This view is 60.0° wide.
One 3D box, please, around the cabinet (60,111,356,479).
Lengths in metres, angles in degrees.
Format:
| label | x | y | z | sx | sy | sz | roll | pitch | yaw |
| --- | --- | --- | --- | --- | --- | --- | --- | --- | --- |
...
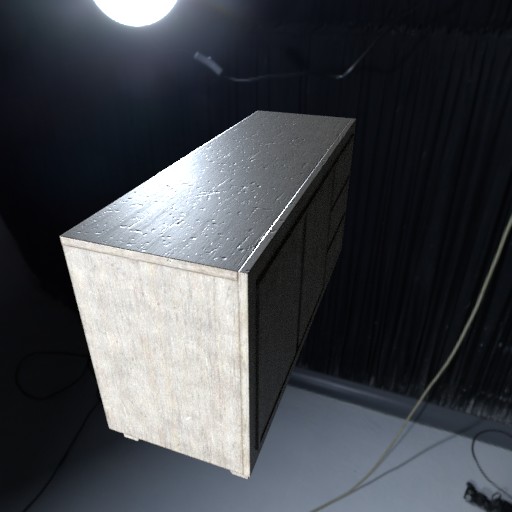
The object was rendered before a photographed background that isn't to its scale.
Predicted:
| label | x | y | z | sx | sy | sz | roll | pitch | yaw |
| --- | --- | --- | --- | --- | --- | --- | --- | --- | --- |
| cabinet | 0.000 | 0.000 | 1.831 | 0.511 | 0.825 | 1.460 | 11 | 32 | 17 |
